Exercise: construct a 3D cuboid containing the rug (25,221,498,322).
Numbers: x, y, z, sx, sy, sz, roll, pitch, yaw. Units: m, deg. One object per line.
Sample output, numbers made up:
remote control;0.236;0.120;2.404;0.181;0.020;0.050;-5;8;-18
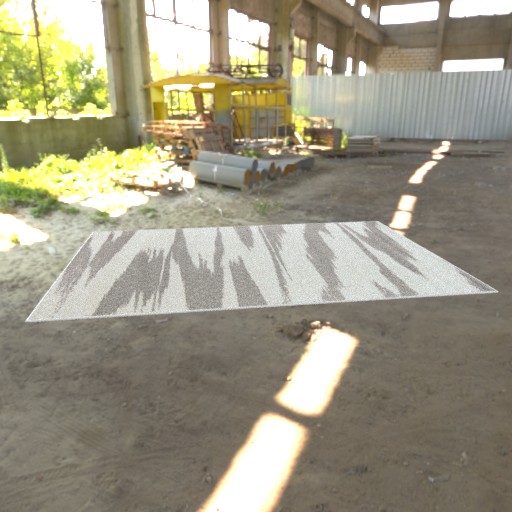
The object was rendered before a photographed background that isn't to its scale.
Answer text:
rug;0.000;0.000;2.256;1.827;0.008;1.225;-3;18;-8
